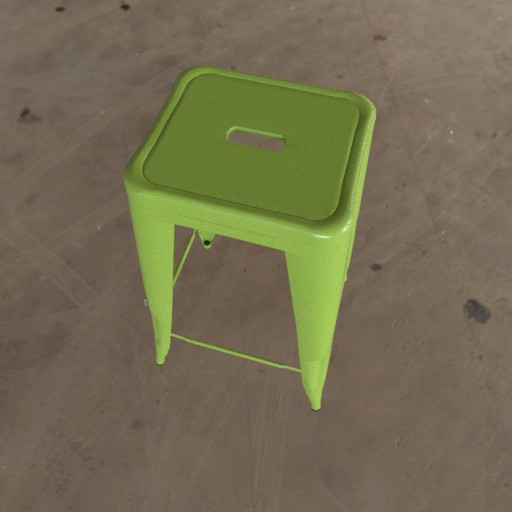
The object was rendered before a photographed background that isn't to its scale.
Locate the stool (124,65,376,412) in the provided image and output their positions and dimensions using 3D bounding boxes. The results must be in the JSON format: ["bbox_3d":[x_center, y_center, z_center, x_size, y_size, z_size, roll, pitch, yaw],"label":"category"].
[{"bbox_3d":[0.000,0.000,0.841,0.398,0.609,0.358,14,60,8],"label":"stool"}]
